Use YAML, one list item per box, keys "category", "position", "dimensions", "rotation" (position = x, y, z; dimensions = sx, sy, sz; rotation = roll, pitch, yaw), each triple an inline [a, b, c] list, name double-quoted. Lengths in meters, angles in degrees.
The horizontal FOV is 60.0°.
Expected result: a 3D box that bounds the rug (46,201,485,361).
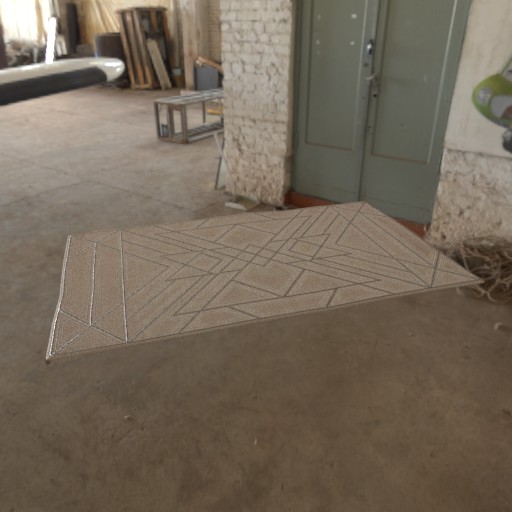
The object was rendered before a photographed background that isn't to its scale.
- category: "rug"
  position: [0.000, 0.000, 1.049]
  dimensions: [0.869, 0.008, 0.511]
  rotation: [-8, 29, -15]
